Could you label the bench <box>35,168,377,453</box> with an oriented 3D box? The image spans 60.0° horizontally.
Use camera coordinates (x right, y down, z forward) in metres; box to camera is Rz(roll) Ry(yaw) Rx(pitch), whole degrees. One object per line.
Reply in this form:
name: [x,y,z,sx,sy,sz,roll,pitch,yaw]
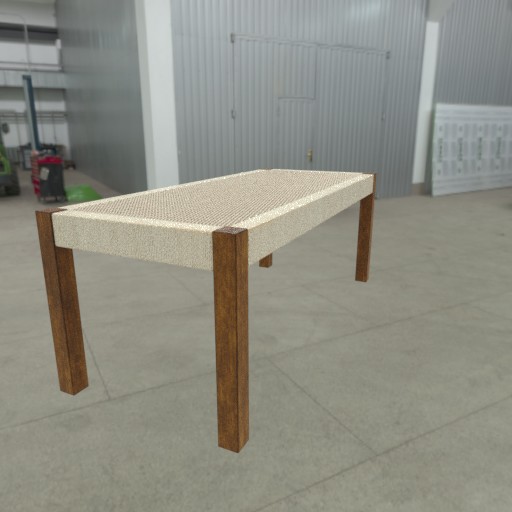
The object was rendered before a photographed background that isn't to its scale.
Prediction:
bench: [0.000,0.000,1.456,0.507,0.457,1.198,8,18,25]
